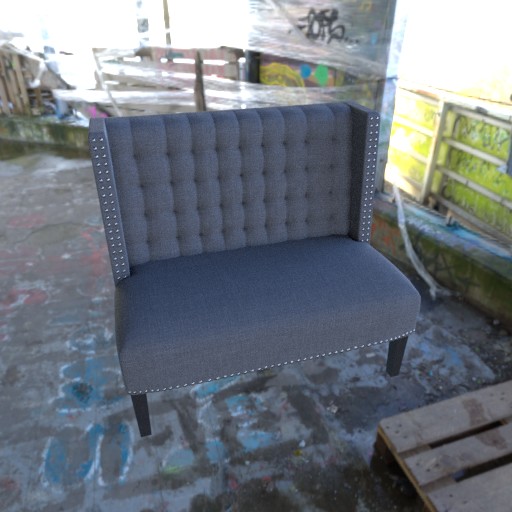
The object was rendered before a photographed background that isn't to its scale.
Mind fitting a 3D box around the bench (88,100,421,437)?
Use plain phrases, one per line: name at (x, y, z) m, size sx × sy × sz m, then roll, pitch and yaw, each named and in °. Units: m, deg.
bench at (0.000, 0.000, 1.999) m, size 1.276 × 1.121 × 0.842 m, roll -9°, pitch 32°, yaw -14°
